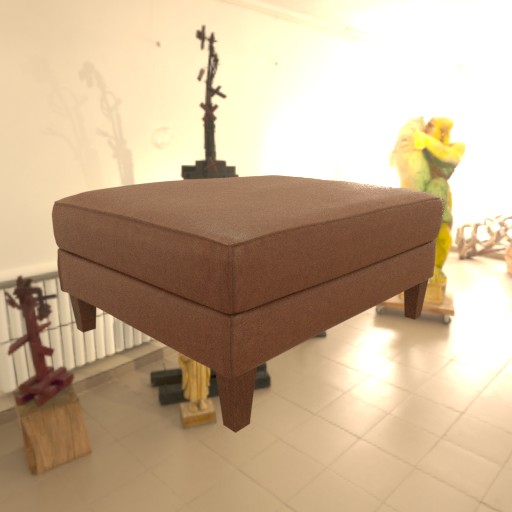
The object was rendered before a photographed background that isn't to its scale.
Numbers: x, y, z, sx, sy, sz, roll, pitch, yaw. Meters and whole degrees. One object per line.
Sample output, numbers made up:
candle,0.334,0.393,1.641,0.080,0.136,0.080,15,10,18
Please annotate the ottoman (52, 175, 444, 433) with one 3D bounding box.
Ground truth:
ottoman,0.000,0.000,1.445,0.836,0.472,0.987,14,20,42
